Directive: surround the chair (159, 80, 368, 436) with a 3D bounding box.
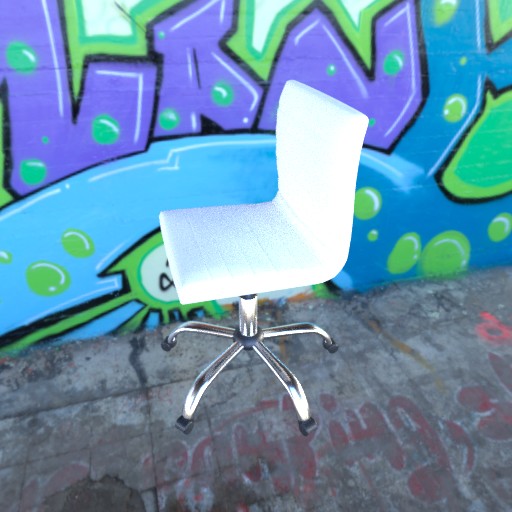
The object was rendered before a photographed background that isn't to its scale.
[{"bbox_3d":[0.000,0.000,1.131,0.530,0.780,0.556,-9,32,-14],"label":"chair"}]
